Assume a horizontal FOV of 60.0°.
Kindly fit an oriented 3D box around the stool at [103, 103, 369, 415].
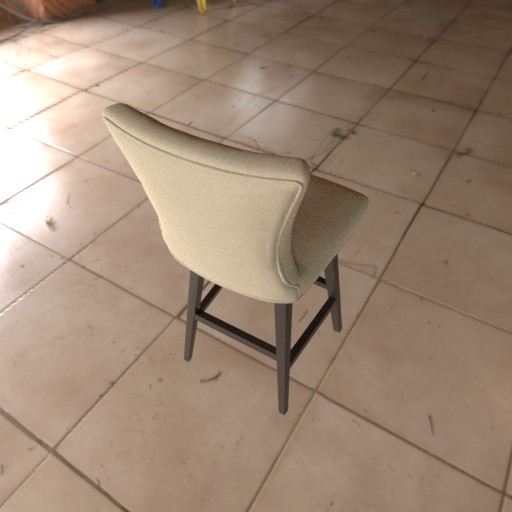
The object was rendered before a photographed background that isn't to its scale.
[{"bbox_3d":[0.000,0.000,1.410,0.514,1.086,0.574,23,49,21],"label":"stool"}]
